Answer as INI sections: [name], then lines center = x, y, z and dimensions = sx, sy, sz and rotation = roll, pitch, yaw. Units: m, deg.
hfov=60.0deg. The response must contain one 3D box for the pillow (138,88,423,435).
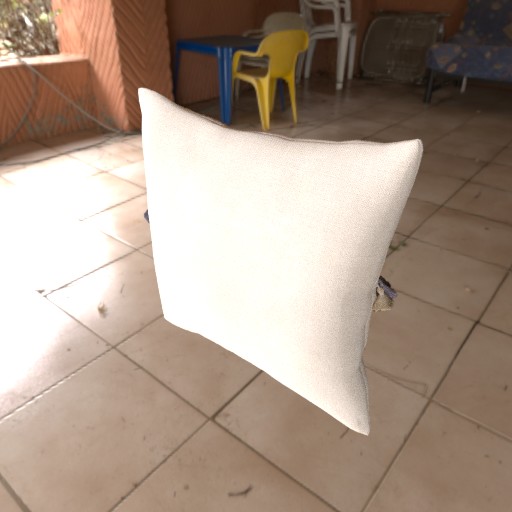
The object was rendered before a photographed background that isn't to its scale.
[pillow]
center = 0.000, 0.000, 0.729
dimensions = 0.489, 0.481, 0.165
rotation = 22, 38, 32
